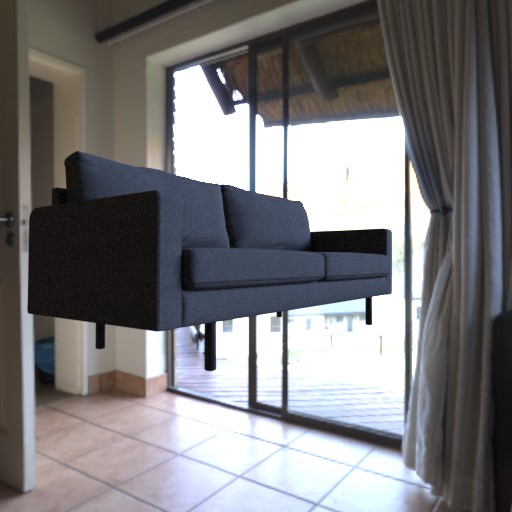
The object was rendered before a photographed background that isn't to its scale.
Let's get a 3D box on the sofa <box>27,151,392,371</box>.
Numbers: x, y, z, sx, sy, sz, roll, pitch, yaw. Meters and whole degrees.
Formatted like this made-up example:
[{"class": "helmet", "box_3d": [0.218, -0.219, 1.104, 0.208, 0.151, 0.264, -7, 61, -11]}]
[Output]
[{"class": "sofa", "box_3d": [0.000, 0.000, 2.473, 0.880, 0.880, 2.100, -1, -1, 37]}]
